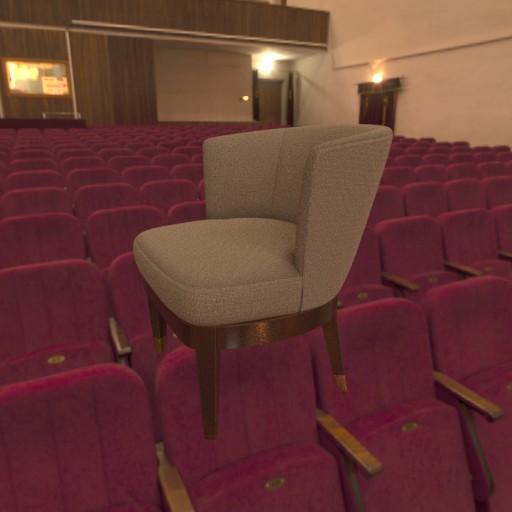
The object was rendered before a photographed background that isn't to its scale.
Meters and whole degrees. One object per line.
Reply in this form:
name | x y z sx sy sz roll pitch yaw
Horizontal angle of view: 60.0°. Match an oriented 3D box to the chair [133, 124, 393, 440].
chair | 0.000 0.000 1.329 0.660 0.760 0.700 -8 18 -25
